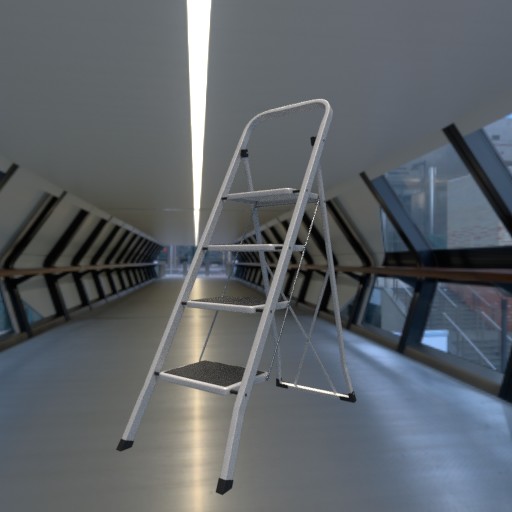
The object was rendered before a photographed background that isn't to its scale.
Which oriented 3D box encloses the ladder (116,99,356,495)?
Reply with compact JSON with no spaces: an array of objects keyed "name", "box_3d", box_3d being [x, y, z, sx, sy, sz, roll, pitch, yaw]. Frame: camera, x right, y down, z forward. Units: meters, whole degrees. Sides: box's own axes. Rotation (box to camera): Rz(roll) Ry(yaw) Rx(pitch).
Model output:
[{"name":"ladder","box_3d":[0.000,0.000,1.675,0.460,1.265,0.914,0,0,37]}]
